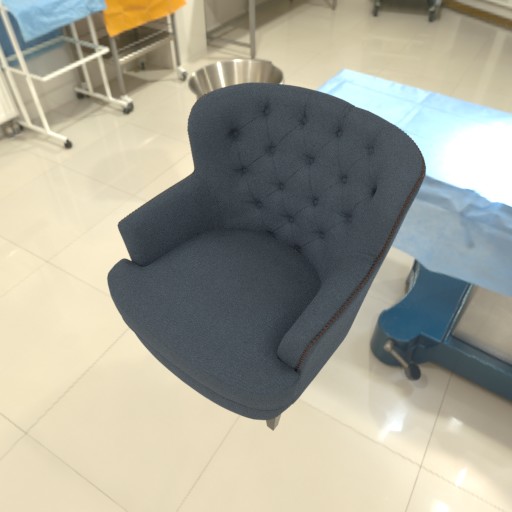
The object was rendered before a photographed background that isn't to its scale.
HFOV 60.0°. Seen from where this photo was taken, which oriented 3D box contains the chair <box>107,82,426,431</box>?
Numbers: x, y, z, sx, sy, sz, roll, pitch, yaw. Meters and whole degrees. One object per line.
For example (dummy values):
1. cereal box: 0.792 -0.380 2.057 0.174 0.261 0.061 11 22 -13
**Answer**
1. chair: 0.000 0.000 1.574 0.848 0.868 0.906 29 52 26
